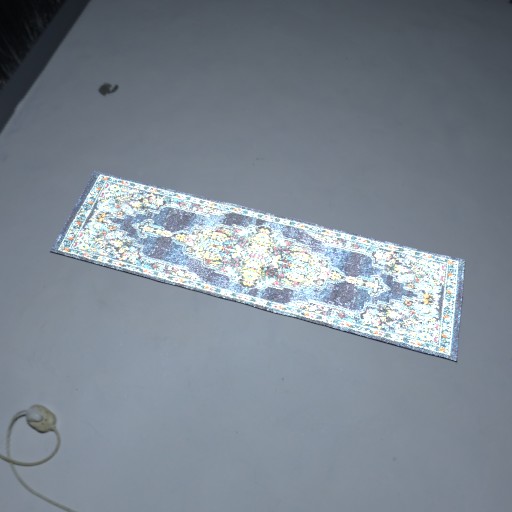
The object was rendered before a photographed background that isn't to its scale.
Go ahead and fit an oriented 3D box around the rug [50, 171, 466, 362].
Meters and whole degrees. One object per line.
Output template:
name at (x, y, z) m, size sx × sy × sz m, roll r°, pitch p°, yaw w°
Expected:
rug at (0.000, 0.000, 2.505) m, size 2.283 × 0.016 × 0.602 m, roll 14°, pitch 64°, yaw 7°
